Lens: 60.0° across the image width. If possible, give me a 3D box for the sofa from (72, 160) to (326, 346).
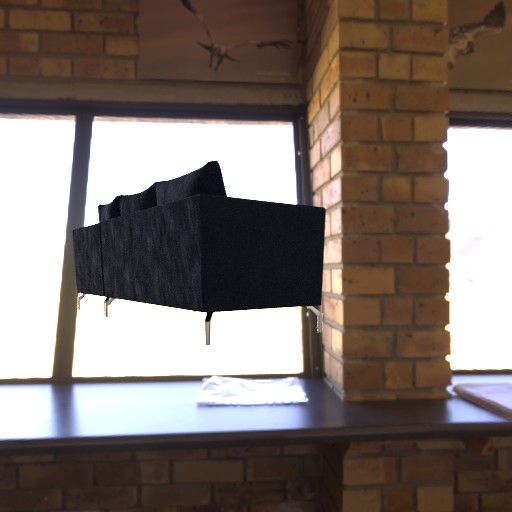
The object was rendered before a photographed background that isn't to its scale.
[{"bbox_3d":[0.000,0.000,3.870,2.463,0.988,2.472,1,-2,-36],"label":"sofa"}]
